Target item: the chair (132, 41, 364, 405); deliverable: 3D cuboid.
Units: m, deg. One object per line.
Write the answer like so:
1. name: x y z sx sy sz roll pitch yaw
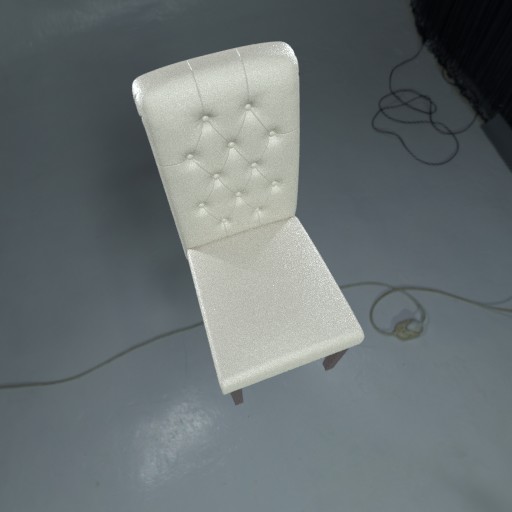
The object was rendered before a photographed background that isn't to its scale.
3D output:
1. chair: 0.000 0.000 1.374 0.456 1.006 0.671 -18 64 -9
